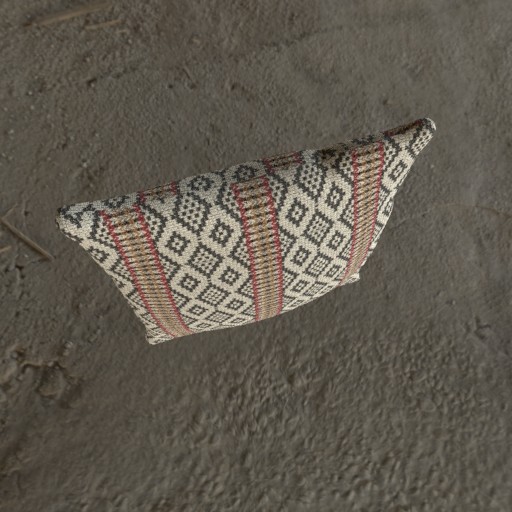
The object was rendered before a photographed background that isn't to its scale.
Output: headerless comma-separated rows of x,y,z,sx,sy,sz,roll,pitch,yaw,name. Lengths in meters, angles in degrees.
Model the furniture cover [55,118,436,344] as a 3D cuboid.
0.000,0.000,0.782,0.503,0.506,0.182,-16,64,-8,furniture cover
